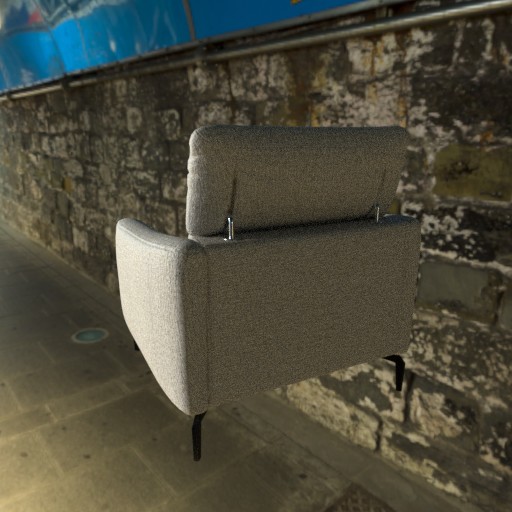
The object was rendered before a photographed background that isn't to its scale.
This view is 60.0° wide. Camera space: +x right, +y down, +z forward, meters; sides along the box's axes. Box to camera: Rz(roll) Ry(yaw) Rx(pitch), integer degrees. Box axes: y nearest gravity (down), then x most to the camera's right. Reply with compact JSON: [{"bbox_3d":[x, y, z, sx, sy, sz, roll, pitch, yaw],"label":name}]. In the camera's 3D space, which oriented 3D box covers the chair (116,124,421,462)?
[{"bbox_3d":[0.000,0.000,1.725,0.972,0.967,0.835,-8,17,-26],"label":"chair"}]
